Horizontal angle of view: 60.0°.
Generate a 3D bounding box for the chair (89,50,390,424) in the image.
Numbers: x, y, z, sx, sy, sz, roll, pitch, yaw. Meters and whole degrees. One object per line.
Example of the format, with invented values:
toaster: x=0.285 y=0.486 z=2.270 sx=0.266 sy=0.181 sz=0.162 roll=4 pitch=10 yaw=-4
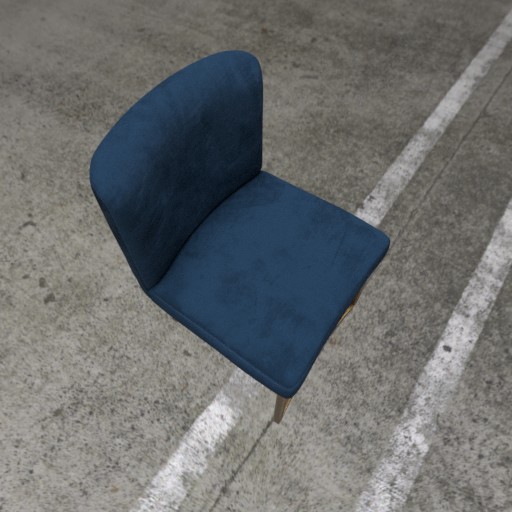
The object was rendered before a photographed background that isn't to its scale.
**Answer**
chair: x=0.000 y=0.000 z=1.182 sx=0.560 sy=0.824 sz=0.530 roll=31 pitch=63 yaw=17
